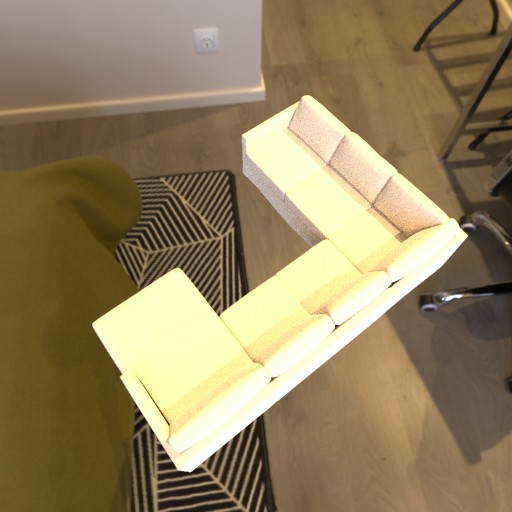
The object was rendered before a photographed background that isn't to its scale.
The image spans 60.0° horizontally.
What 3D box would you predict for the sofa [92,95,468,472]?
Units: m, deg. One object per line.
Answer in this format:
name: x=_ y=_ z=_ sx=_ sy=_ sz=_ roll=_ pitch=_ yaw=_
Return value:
sofa: x=0.000 y=0.000 z=4.560 sx=3.460 sy=0.882 sz=2.427 roll=-35 pitch=68 yaw=-16
